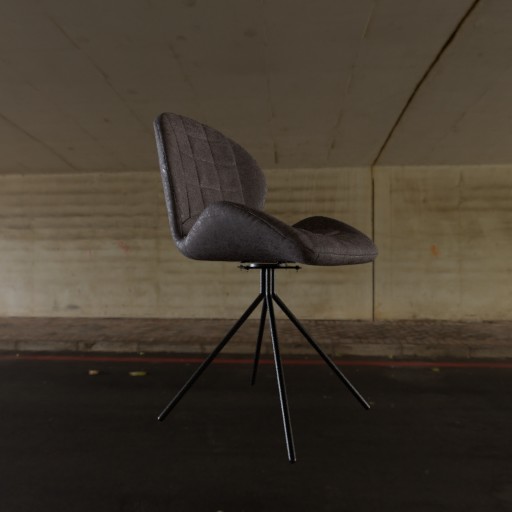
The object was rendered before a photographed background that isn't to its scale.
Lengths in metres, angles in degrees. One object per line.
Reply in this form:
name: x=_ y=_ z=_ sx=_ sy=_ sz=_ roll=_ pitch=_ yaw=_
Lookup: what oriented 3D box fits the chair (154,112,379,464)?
chair: x=0.000 y=0.000 z=1.323 sx=0.640 sy=0.934 sz=0.527 roll=0 pitch=0 yaw=36
